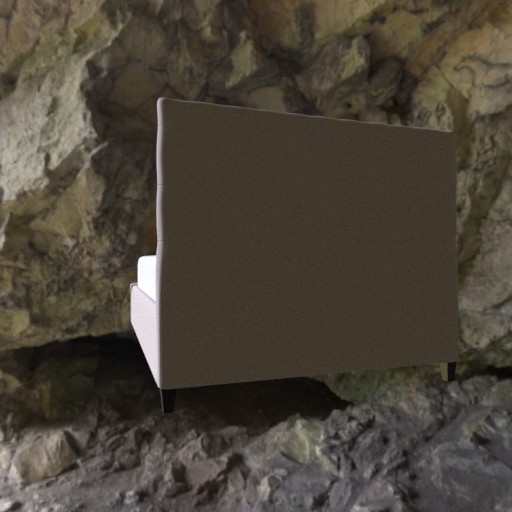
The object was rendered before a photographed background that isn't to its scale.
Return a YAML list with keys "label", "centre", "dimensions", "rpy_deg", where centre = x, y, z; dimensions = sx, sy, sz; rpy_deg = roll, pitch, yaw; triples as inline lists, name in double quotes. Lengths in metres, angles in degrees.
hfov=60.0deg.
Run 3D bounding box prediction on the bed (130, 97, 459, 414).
- label: "bed"
  centre: [0.000, 0.000, 3.287]
  dimensions: [1.696, 1.426, 2.233]
  rpy_deg: [0, 0, -19]
